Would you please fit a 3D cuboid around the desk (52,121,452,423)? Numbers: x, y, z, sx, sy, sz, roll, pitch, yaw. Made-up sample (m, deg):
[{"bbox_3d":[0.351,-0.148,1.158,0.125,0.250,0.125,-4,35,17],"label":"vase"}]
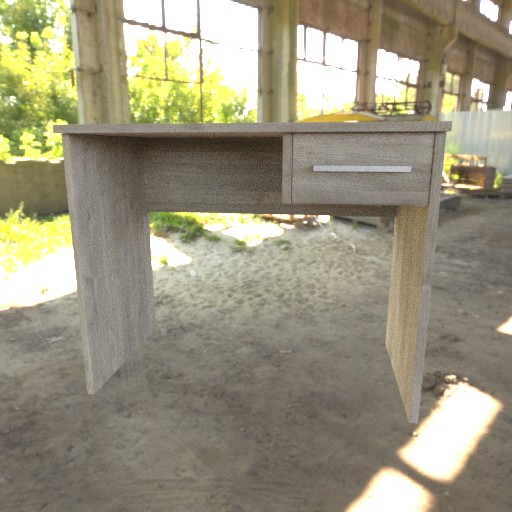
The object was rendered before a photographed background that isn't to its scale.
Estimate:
[{"bbox_3d":[0.000,0.000,1.301,0.893,0.724,0.498,2,14,9],"label":"desk"}]
